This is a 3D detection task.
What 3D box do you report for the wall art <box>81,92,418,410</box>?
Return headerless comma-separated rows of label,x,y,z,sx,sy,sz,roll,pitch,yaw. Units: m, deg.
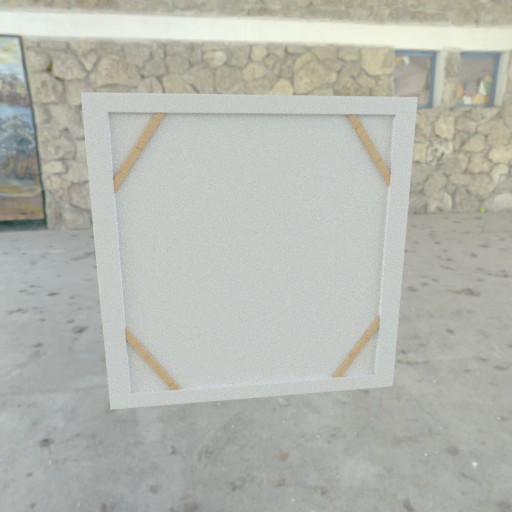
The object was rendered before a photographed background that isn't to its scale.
wall art,0.000,0.000,0.597,0.405,0.407,0.038,-2,15,-8
